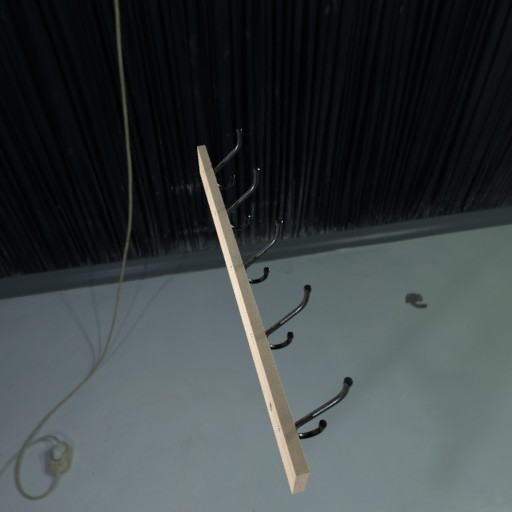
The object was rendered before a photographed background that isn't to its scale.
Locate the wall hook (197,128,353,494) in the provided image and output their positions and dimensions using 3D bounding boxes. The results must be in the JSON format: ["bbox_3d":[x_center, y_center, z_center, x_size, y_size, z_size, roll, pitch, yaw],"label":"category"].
[{"bbox_3d":[0.000,0.000,0.614,0.071,0.117,0.571,-11,48,-10],"label":"wall hook"}]
